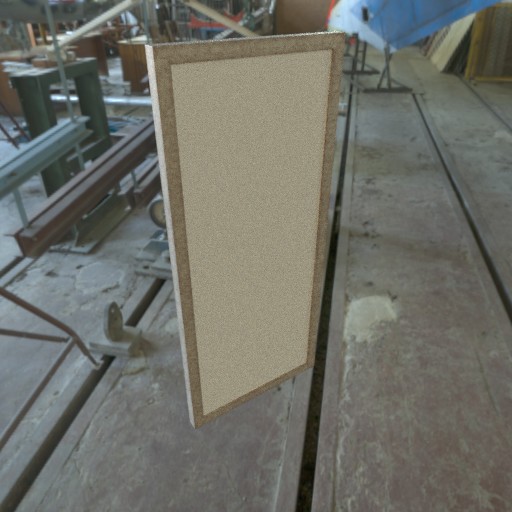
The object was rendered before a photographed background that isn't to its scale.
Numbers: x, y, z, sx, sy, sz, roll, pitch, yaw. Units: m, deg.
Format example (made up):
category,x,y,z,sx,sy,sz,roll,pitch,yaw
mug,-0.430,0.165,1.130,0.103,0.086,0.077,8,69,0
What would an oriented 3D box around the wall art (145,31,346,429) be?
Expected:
category,x,y,z,sx,sy,sz,roll,pitch,yaw
wall art,0.000,0.000,1.646,0.648,1.461,0.051,-19,37,-28
